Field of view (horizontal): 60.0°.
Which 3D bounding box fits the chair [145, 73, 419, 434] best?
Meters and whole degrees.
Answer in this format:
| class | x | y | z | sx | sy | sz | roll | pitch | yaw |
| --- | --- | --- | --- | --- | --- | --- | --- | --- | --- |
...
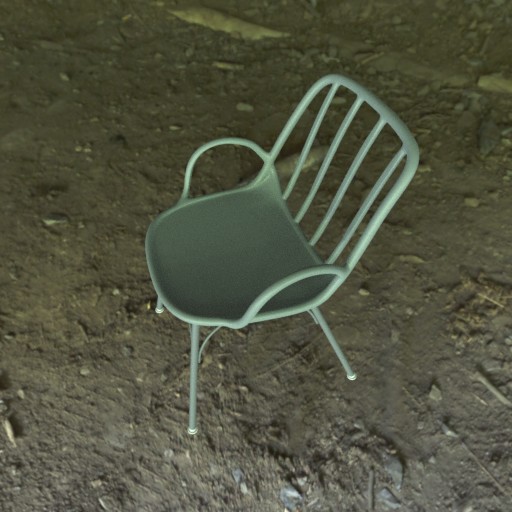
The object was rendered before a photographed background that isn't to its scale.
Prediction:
| class | x | y | z | sx | sy | sz | roll | pitch | yaw |
| --- | --- | --- | --- | --- | --- | --- | --- | --- | --- |
| chair | 0.000 | 0.000 | 1.216 | 0.597 | 0.816 | 0.549 | -15 | 49 | -14 |
